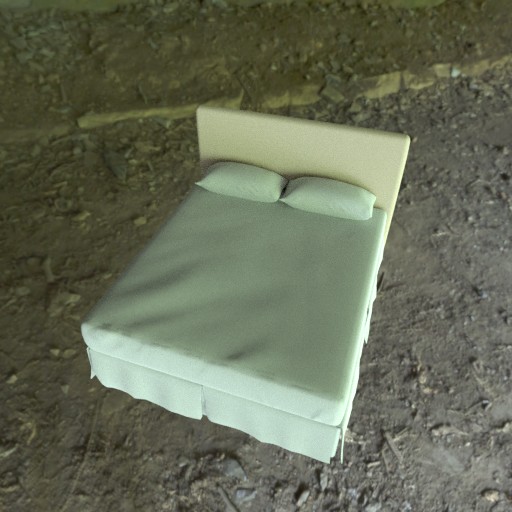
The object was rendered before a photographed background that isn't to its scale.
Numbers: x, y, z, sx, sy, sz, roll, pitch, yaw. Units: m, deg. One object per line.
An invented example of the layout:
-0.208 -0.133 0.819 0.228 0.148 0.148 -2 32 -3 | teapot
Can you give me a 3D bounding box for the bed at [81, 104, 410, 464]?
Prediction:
0.000 0.000 3.360 1.884 1.330 2.142 13 43 14 | bed
